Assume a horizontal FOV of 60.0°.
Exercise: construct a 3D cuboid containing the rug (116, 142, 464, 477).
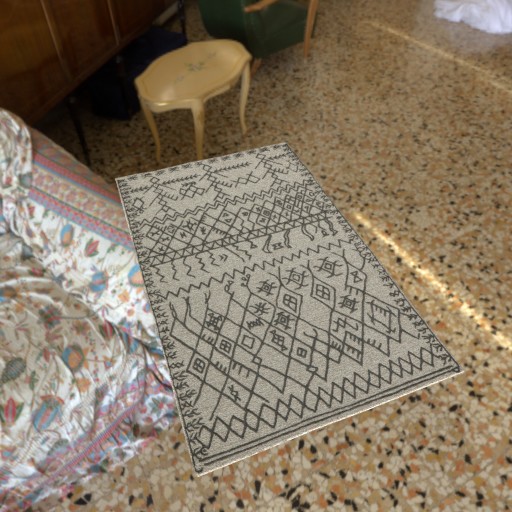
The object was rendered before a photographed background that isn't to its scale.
[{"bbox_3d":[0.000,0.000,4.742,2.393,0.019,3.824,-16,49,-14],"label":"rug"}]
